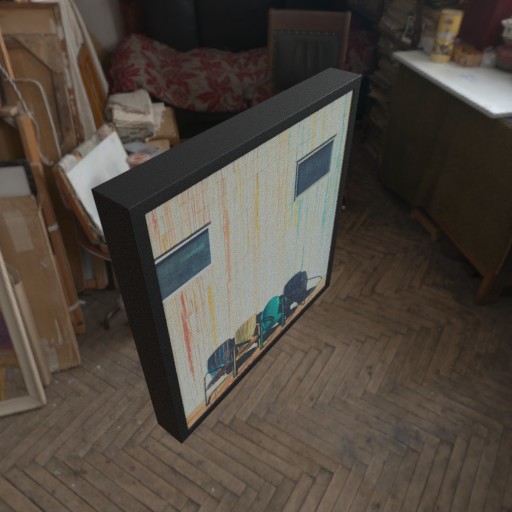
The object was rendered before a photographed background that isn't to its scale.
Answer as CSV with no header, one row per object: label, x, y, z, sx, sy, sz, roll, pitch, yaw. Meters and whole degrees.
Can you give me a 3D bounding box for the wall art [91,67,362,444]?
wall art,0.000,0.000,0.471,0.038,0.304,0.304,27,48,28
